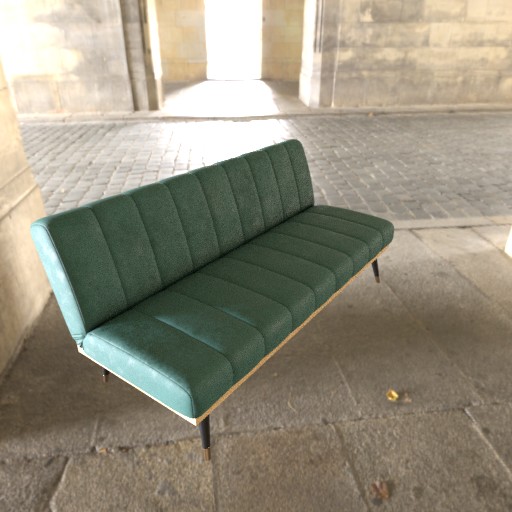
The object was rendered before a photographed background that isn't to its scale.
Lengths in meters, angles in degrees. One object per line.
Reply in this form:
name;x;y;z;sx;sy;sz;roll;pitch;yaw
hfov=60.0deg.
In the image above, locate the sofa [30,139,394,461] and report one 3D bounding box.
sofa;0.000;0.000;2.277;0.830;0.820;1.810;18;32;32
